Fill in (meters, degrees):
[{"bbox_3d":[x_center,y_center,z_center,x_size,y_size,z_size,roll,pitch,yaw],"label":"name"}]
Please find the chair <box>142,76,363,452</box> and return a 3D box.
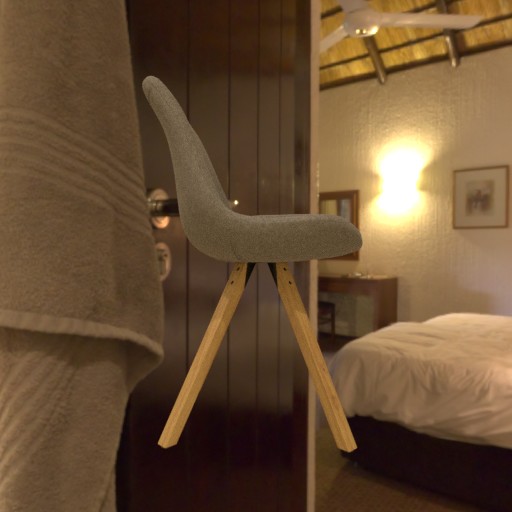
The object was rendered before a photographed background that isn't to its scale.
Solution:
[{"bbox_3d":[0.000,0.000,1.192,0.550,0.865,0.483,0,1,1],"label":"chair"}]
